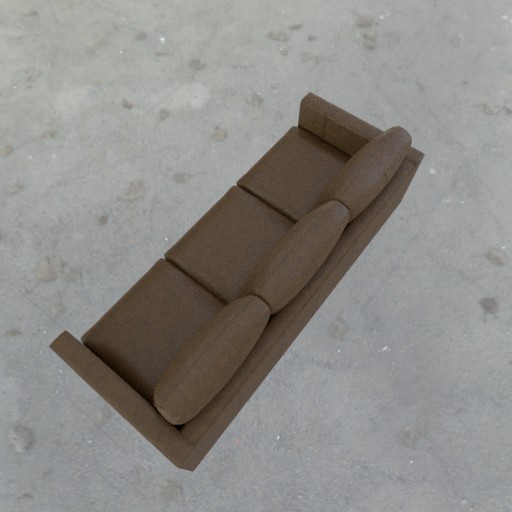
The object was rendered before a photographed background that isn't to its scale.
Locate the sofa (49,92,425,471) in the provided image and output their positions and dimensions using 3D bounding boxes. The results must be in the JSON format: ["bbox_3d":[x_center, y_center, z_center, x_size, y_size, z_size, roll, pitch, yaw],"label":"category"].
[{"bbox_3d":[0.000,0.000,2.647,0.903,0.930,2.231,35,68,17],"label":"sofa"}]
